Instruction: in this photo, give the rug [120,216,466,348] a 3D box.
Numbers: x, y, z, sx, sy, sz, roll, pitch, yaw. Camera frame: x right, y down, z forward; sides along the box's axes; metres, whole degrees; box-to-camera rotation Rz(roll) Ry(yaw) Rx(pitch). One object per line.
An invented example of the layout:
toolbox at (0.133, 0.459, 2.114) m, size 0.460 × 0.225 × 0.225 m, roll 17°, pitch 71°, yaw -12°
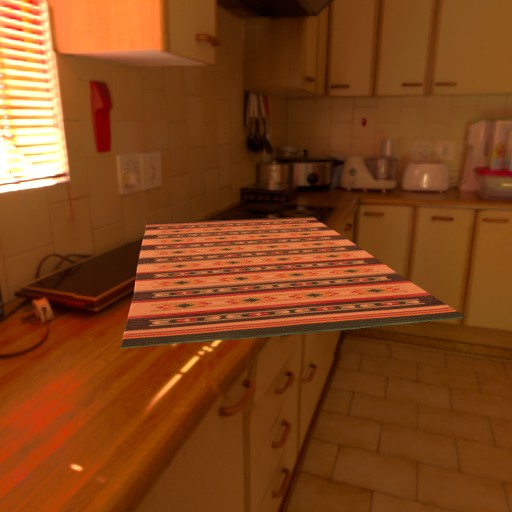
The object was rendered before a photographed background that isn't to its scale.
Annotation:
rug at (0.000, 0.000, 2.362) m, size 1.221 × 0.009 × 1.825 m, roll -3°, pitch 17°, yaw -10°
